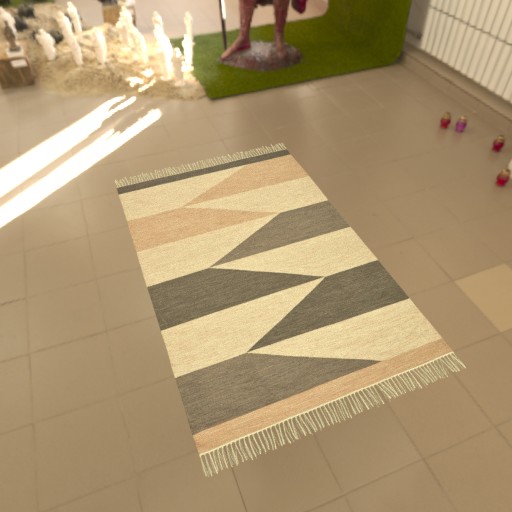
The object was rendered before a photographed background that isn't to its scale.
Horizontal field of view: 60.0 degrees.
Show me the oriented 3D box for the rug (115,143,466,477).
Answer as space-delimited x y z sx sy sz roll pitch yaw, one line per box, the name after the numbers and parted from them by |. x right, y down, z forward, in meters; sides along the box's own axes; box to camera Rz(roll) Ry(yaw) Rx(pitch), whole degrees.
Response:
0.000 0.000 2.465 1.224 0.027 2.021 -16 48 -15 | rug
